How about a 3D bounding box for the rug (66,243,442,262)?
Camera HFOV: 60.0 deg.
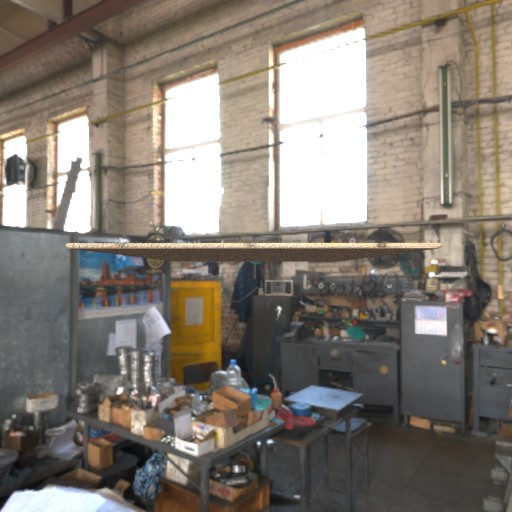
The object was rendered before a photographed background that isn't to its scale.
[{"bbox_3d":[0.000,0.000,3.446,1.801,0.026,2.701,0,-2,0],"label":"rug"}]
